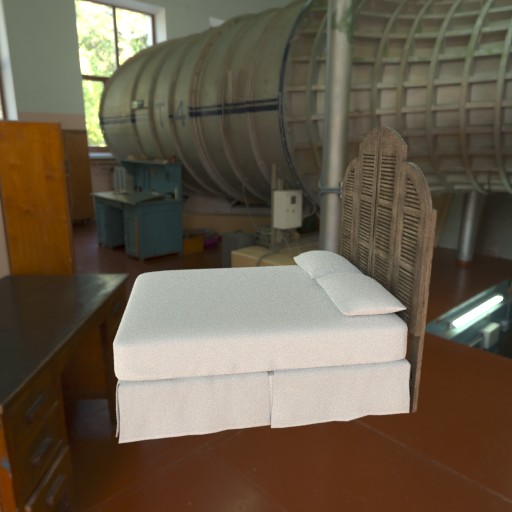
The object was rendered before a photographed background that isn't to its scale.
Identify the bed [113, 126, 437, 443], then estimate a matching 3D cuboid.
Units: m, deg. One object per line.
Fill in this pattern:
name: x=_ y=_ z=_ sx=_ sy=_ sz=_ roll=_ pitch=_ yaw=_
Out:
bed: x=0.000 y=0.000 z=3.575 sx=2.138 sy=2.019 sz=1.713 roll=-2 pitch=15 yaw=-8
